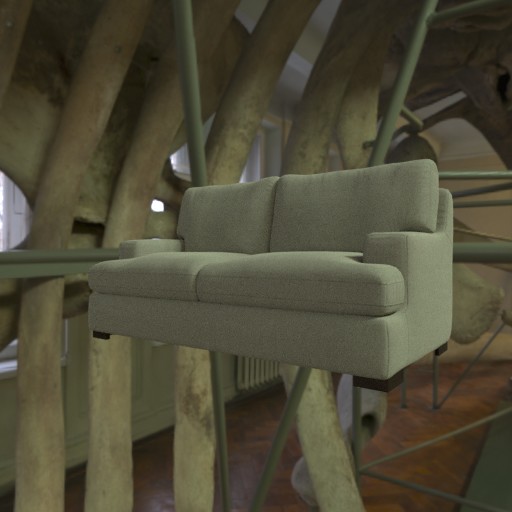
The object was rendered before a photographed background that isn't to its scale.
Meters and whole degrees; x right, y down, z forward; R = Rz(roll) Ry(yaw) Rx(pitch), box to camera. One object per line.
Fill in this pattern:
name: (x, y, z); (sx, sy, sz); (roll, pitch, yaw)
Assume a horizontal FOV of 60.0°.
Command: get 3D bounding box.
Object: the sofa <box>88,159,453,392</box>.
sofa: (0.000, 0.000, 2.449); (1.855, 0.980, 0.962); (0, 0, 36)
